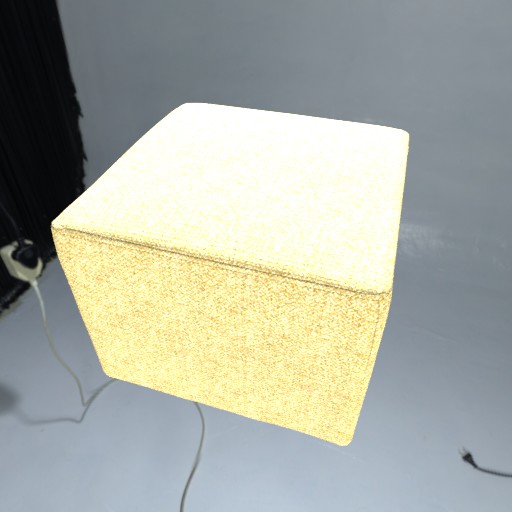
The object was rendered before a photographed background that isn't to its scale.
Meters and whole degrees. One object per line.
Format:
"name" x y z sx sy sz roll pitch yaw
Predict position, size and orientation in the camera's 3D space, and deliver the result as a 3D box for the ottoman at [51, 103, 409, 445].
"ottoman" 0.000 0.000 0.905 0.512 0.441 0.505 12 43 13
